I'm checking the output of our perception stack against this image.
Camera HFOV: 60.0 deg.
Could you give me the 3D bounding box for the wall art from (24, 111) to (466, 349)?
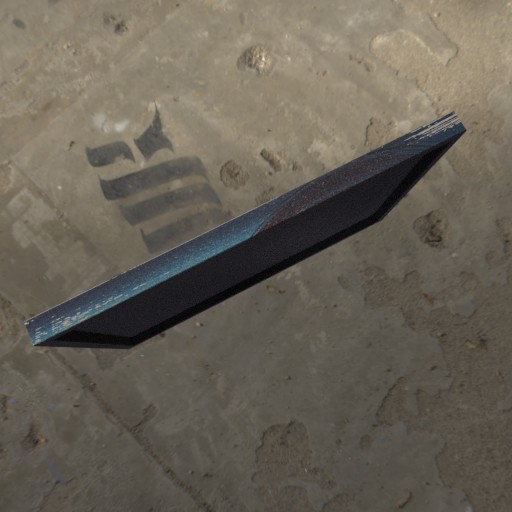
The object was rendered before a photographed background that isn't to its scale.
[{"bbox_3d":[0.000,0.000,0.755,0.609,0.406,0.033,-27,79,-6],"label":"wall art"}]
